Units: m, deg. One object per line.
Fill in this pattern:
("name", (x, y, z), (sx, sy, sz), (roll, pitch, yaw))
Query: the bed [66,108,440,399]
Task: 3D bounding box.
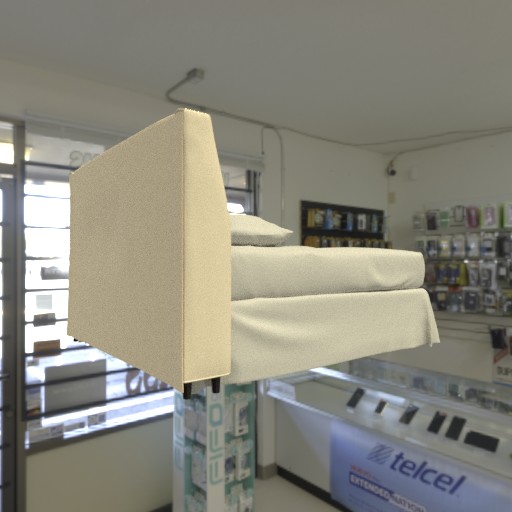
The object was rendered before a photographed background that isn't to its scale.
("bed", (0.000, 0.000, 3.391), (2.276, 1.332, 1.925), (0, -1, -37))
